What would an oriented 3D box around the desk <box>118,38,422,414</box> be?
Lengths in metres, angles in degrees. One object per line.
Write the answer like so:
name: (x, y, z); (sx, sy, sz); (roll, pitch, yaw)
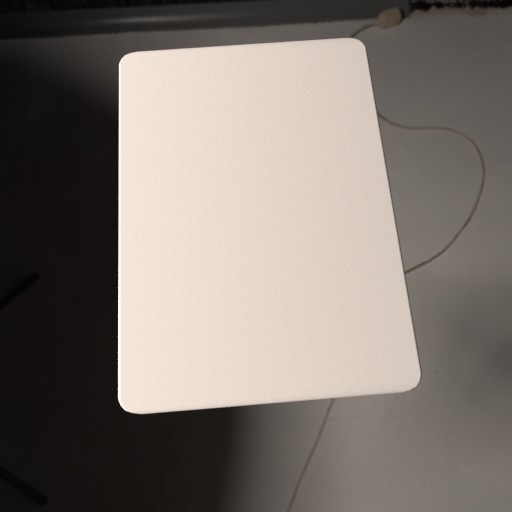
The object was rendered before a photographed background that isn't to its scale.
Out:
desk: (0.000, 0.000, 1.274); (0.549, 0.800, 0.762); (-4, 75, -1)
